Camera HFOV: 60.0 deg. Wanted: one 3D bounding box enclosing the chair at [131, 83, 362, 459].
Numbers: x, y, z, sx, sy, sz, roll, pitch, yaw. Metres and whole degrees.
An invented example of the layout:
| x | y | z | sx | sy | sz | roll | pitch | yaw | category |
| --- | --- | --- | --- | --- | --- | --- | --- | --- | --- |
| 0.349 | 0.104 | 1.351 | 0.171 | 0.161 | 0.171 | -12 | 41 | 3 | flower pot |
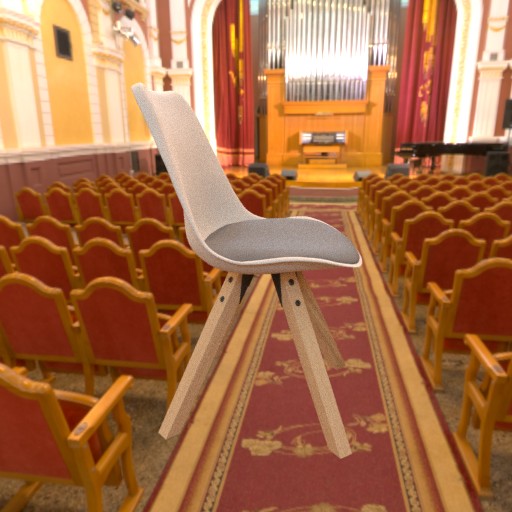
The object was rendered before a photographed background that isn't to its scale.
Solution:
| x | y | z | sx | sy | sz | roll | pitch | yaw | category |
| --- | --- | --- | --- | --- | --- | --- | --- | --- | --- |
| 0.000 | 0.000 | 1.180 | 0.550 | 0.850 | 0.485 | 2 | 16 | 9 | chair |
